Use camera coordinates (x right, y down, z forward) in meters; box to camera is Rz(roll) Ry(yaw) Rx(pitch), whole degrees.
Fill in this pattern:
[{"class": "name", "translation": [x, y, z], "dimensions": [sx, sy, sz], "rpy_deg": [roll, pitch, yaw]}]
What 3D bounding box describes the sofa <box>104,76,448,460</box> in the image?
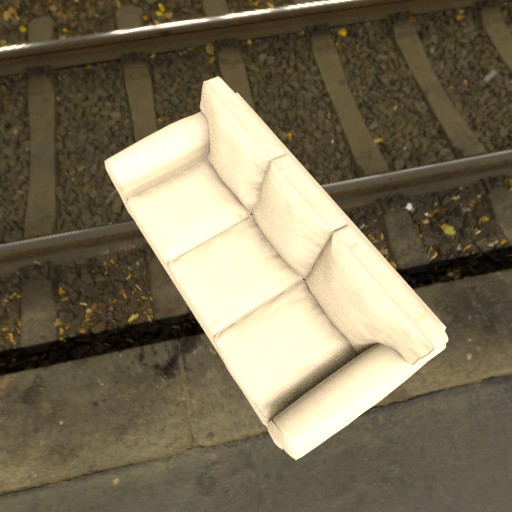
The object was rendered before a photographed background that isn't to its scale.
[{"class": "sofa", "translation": [0.000, 0.000, 2.691], "dimensions": [0.998, 0.889, 2.118], "rpy_deg": [-31, 67, -14]}]
